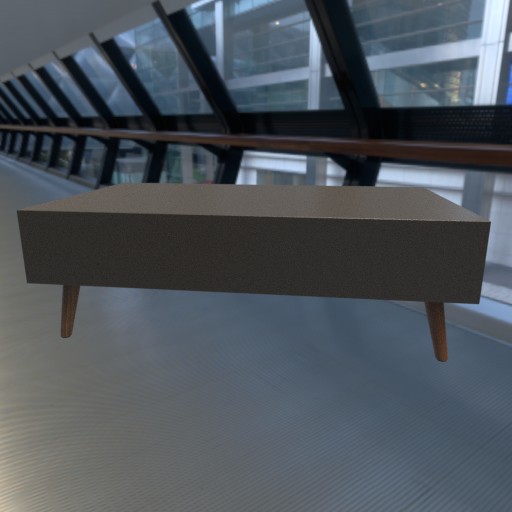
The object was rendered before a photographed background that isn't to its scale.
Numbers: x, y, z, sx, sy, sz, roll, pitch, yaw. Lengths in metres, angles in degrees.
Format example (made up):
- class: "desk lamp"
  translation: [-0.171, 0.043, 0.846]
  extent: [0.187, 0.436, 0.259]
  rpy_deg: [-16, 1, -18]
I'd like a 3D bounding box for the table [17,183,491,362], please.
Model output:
- class: "table"
  translation: [0.000, 0.000, 1.499]
  extent: [1.201, 0.404, 0.703]
  rpy_deg: [2, 16, 7]
